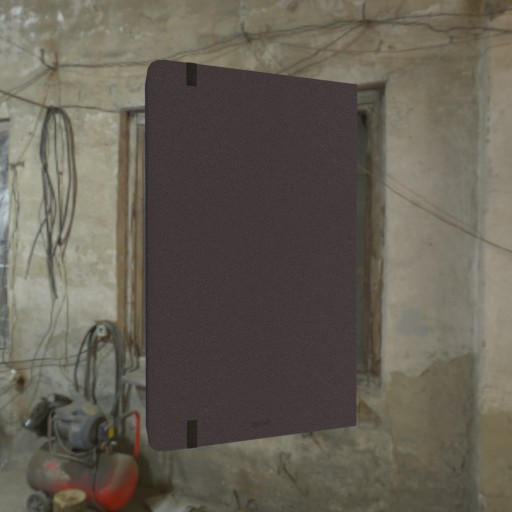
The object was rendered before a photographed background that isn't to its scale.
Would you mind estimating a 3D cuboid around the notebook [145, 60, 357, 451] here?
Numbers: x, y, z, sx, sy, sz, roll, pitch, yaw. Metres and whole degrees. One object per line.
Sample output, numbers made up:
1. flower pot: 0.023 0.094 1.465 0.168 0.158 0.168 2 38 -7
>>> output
1. notebook: 0.000 0.000 0.263 0.127 0.213 0.016 0 1 -18
